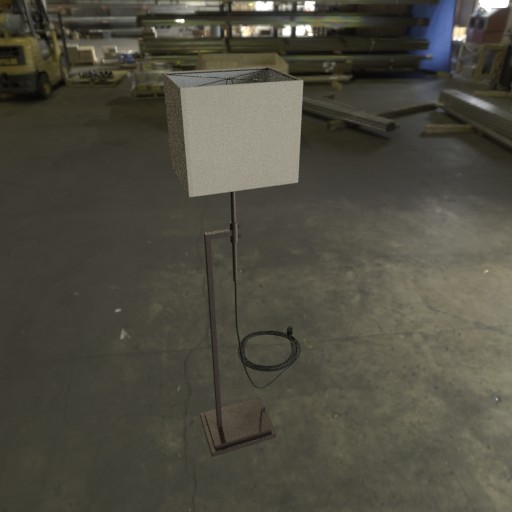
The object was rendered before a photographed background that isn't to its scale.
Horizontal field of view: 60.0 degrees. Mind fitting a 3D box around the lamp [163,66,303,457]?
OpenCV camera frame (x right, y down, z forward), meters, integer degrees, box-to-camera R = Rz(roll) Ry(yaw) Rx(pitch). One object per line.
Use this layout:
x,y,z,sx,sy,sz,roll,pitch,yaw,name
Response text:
0.000,0.000,1.984,0.698,1.600,0.774,-10,32,-17,lamp
